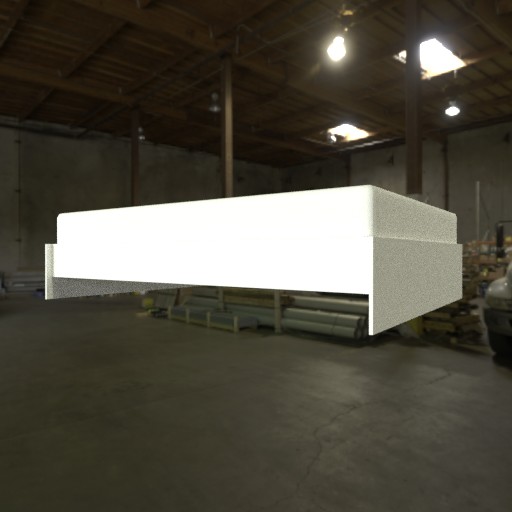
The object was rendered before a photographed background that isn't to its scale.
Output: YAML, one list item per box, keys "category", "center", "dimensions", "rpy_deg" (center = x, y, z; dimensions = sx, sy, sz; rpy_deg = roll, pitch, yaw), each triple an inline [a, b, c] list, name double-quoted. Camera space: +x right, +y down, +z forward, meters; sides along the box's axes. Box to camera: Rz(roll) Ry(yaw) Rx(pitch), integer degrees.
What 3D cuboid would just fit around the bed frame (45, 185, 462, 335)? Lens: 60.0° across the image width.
- category: "bed frame"
  center: [0.000, 0.000, 2.576]
  dimensions: [1.945, 0.497, 1.445]
  rpy_deg: [0, 0, 35]
